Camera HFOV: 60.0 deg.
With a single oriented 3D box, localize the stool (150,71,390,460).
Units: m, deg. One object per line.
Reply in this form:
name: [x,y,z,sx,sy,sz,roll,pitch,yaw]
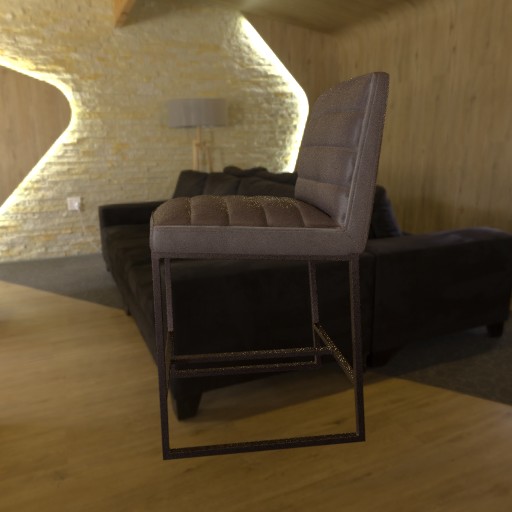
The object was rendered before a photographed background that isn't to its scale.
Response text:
stool: [0.000,0.000,1.262,0.562,0.946,0.463,-2,13,-8]
